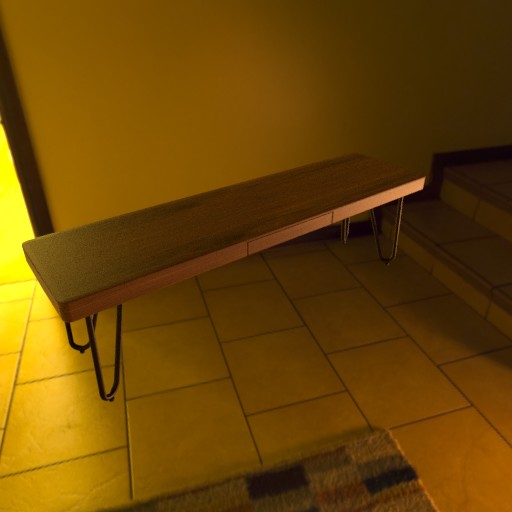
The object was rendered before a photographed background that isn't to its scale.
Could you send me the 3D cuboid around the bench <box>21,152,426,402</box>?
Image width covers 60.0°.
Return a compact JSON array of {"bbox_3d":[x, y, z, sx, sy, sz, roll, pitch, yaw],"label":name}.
[{"bbox_3d":[0.000,0.000,1.790,1.570,0.462,0.425,-21,36,-32],"label":"bench"}]
